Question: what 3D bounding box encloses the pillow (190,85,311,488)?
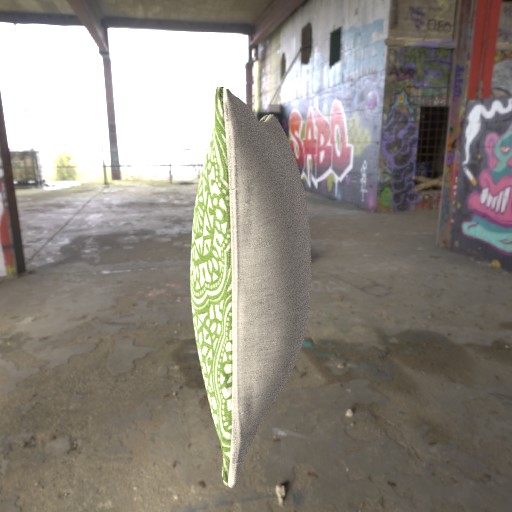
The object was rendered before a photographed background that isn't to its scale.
[{"bbox_3d":[0.000,0.000,0.645,0.162,0.419,0.440,2,15,8],"label":"pillow"}]
